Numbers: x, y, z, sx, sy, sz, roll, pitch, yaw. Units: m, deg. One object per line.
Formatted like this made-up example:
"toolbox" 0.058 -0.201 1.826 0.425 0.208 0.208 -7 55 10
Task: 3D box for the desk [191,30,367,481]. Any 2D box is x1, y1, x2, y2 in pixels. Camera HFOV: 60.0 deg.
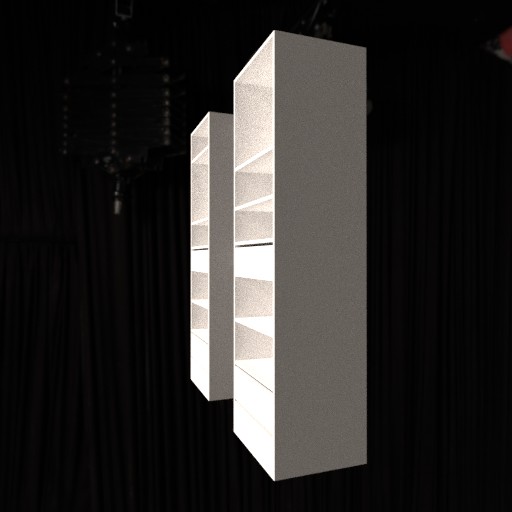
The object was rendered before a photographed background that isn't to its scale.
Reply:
"desk" 0.000 0.000 2.879 0.480 2.000 1.770 0 0 -20
